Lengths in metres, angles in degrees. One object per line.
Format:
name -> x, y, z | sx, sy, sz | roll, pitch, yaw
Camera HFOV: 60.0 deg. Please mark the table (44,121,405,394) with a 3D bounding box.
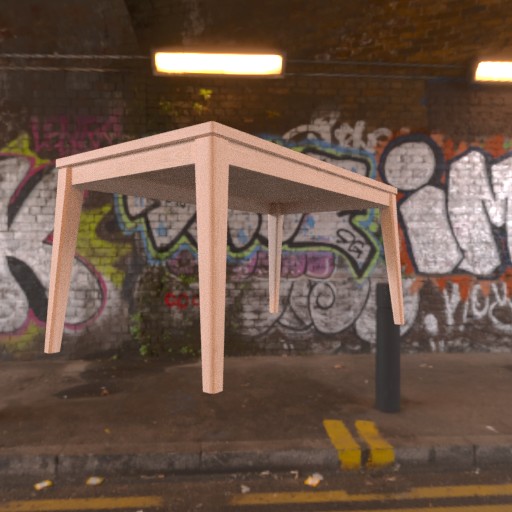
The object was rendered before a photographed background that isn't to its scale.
table -> 0.000, 0.000, 2.120 | 0.900, 0.760, 1.600 | 0, 0, 37
